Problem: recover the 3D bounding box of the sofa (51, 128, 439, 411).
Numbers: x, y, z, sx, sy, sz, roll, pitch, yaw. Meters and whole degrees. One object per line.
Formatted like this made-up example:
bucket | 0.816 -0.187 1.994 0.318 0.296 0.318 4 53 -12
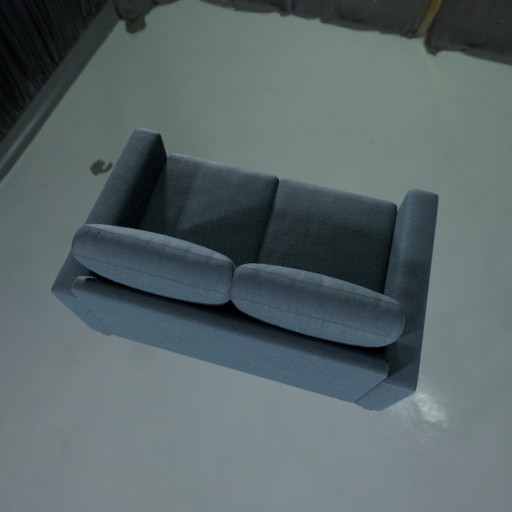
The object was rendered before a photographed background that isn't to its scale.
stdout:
sofa | 0.000 0.000 2.075 1.489 0.903 0.955 14 64 7
